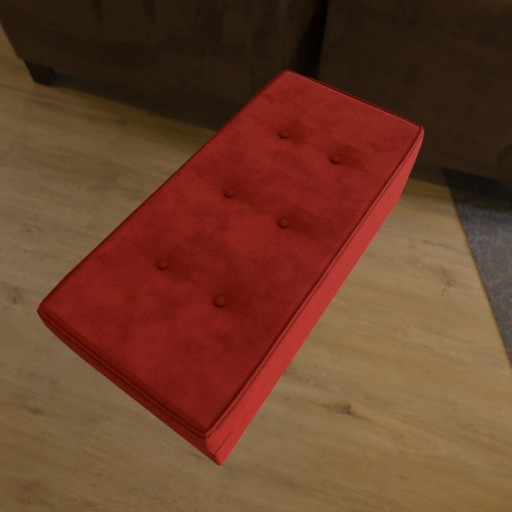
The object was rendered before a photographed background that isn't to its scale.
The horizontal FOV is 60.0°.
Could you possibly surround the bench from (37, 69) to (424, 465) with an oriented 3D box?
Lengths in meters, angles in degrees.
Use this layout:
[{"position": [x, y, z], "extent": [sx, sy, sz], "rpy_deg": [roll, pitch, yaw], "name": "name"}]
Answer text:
[{"position": [0.000, 0.000, 1.279], "extent": [0.492, 0.471, 1.016], "rpy_deg": [30, 63, 17], "name": "bench"}]
